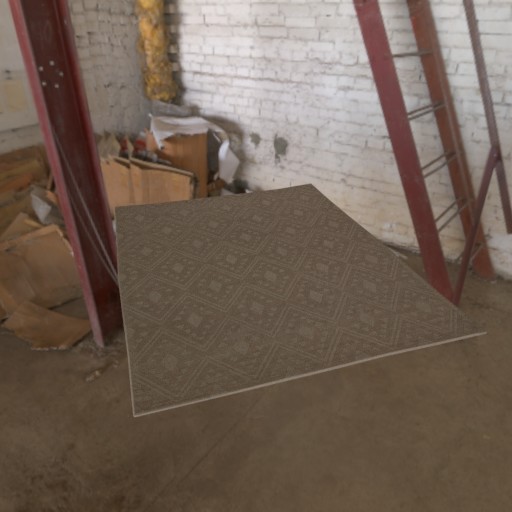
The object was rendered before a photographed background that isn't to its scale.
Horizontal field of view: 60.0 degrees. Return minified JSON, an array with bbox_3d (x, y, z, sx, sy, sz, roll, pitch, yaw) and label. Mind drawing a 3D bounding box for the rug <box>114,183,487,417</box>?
[{"bbox_3d":[0.000,0.000,3.990,2.399,0.054,3.011,-9,31,-15],"label":"rug"}]
